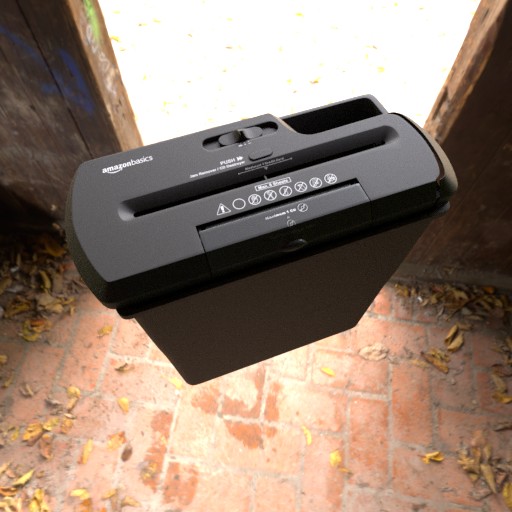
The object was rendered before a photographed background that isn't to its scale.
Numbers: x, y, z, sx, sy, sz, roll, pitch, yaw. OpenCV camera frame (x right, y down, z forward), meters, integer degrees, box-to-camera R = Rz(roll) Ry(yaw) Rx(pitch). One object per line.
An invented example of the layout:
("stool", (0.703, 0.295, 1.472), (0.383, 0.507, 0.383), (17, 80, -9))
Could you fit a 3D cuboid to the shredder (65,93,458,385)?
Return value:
("shredder", (0.000, 0.000, 0.505), (0.320, 0.335, 0.170), (-18, 63, -9))
